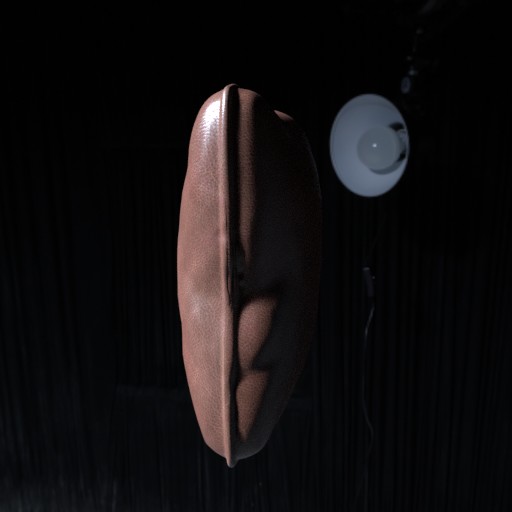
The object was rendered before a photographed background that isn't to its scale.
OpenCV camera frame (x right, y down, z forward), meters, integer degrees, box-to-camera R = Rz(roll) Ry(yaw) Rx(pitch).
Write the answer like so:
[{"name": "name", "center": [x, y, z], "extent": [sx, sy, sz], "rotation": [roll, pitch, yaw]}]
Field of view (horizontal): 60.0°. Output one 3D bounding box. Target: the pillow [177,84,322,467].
[{"name": "pillow", "center": [0.000, 0.000, 0.803], "extent": [0.236, 0.523, 0.532], "rotation": [2, 12, 9]}]
